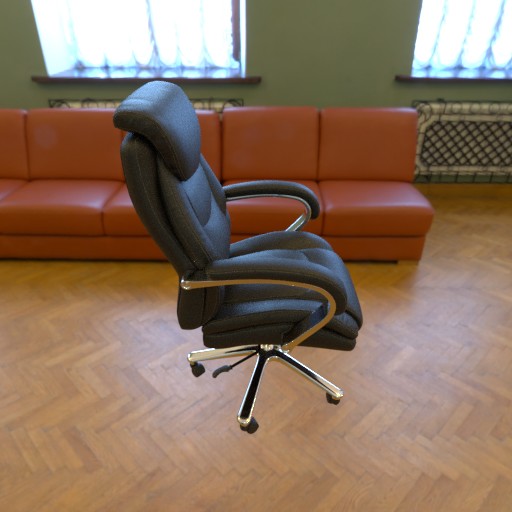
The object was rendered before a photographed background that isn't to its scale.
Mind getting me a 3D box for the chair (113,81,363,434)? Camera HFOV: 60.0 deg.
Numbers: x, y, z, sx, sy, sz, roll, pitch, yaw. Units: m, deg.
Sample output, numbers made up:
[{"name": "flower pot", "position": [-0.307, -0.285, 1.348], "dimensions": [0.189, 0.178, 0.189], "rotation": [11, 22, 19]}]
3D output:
[{"name": "chair", "position": [0.000, 0.000, 1.668], "dimensions": [0.790, 1.183, 0.755], "rotation": [0, 30, 0]}]
